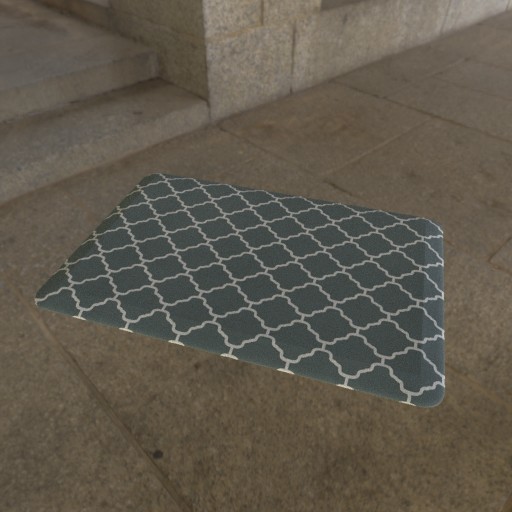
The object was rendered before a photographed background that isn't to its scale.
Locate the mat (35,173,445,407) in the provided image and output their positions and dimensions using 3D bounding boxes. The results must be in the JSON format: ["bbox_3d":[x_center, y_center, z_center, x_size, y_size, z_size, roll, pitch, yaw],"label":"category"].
[{"bbox_3d":[0.000,0.000,0.939,0.762,0.021,0.508,12,43,13],"label":"mat"}]
